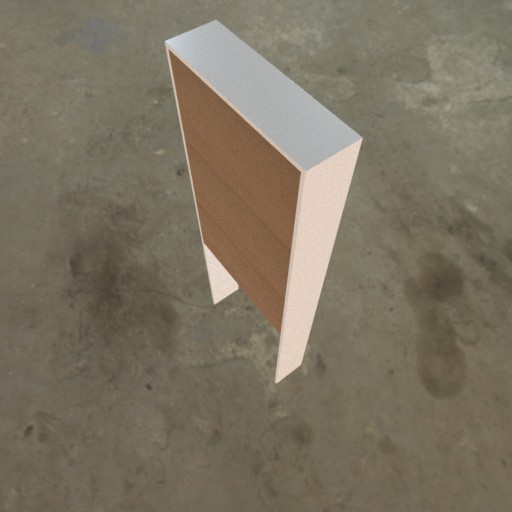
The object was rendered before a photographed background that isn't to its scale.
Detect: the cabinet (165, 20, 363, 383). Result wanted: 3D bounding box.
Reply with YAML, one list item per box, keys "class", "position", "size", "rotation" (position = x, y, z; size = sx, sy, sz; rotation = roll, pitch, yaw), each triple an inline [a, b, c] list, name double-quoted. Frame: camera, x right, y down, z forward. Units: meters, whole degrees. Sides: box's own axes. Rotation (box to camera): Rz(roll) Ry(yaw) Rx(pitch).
- class: "cabinet"
  position: [0.000, 0.000, 1.958]
  size: [0.192, 1.770, 0.643]
  rotation: [-33, 64, -18]
